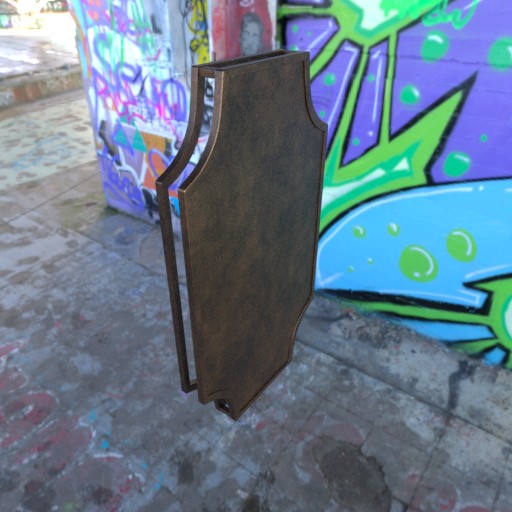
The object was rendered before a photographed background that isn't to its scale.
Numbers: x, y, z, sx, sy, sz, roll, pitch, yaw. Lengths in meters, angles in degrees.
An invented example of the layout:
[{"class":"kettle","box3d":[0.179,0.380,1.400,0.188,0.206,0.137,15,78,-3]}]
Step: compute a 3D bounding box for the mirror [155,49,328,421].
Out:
[{"class":"mirror","box3d":[0.000,0.000,0.985,0.066,0.811,0.462,21,38,30]}]
